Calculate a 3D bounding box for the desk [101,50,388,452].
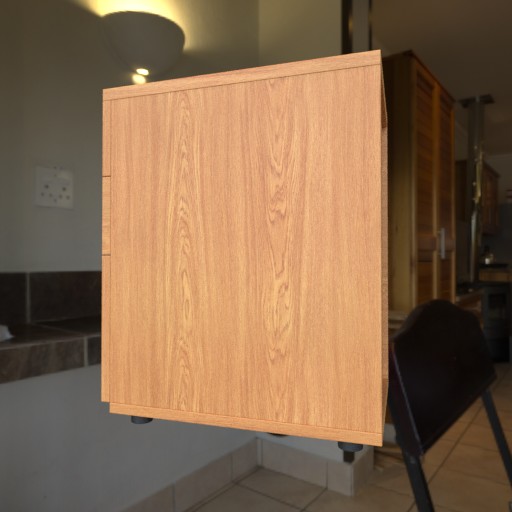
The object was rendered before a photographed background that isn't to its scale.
[{"bbox_3d":[0.000,0.000,1.072,0.600,0.730,0.404,0,-1,18],"label":"desk"}]
